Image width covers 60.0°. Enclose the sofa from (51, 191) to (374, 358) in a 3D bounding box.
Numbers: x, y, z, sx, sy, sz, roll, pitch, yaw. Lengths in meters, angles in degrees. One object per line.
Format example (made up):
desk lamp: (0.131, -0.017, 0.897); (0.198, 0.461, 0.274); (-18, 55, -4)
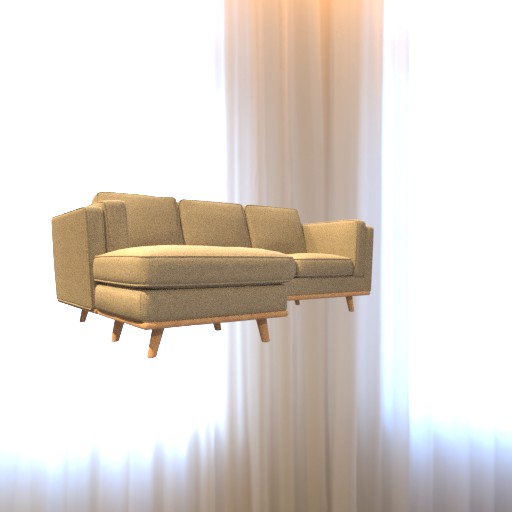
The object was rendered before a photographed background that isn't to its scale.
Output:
sofa: (0.000, 0.000, 3.148); (2.411, 0.929, 1.604); (0, -1, -37)
